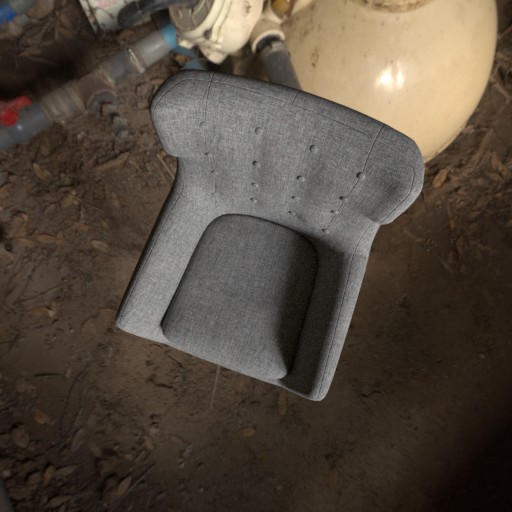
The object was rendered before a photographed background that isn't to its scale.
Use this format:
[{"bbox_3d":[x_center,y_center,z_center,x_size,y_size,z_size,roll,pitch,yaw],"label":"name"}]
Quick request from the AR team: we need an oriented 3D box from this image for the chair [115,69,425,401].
[{"bbox_3d":[0.000,0.000,1.771,0.878,1.063,0.904,19,77,5],"label":"chair"}]
